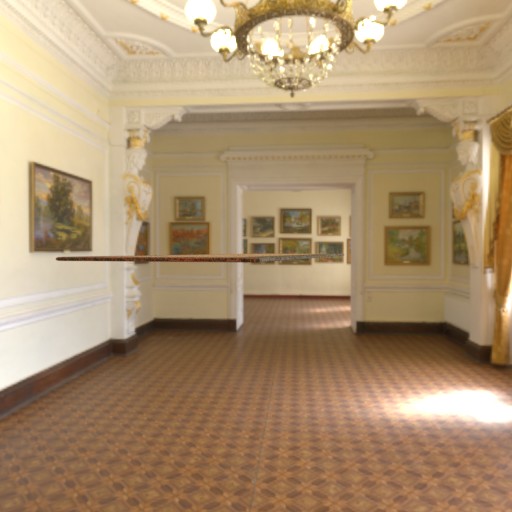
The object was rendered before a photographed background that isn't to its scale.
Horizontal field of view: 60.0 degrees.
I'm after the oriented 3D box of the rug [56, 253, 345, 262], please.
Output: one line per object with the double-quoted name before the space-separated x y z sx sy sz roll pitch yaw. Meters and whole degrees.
"rug" 0.000 0.000 2.673 0.810 0.016 2.413 0 1 18
